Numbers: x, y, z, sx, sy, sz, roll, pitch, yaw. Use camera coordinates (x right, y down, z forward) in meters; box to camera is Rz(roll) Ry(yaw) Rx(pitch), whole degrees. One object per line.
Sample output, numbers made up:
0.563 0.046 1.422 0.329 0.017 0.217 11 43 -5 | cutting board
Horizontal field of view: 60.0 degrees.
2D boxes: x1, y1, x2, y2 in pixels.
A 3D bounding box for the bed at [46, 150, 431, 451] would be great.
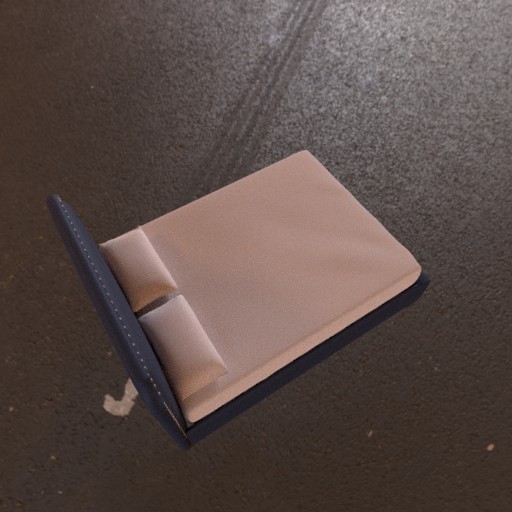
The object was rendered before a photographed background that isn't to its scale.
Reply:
0.000 0.000 3.462 2.372 1.443 1.712 -28 62 -17 | bed
